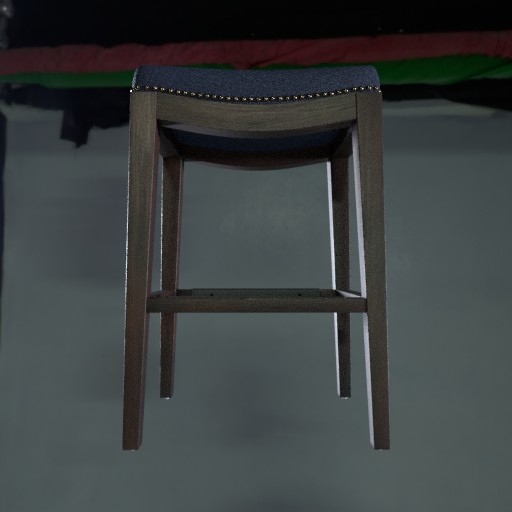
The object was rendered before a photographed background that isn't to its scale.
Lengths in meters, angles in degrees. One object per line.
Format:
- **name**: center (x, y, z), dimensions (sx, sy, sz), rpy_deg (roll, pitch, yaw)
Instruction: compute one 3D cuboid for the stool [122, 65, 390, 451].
- **stool**: center (0.000, 0.000, 1.009), dimensions (0.498, 0.740, 0.358), rpy_deg (0, -1, 0)
